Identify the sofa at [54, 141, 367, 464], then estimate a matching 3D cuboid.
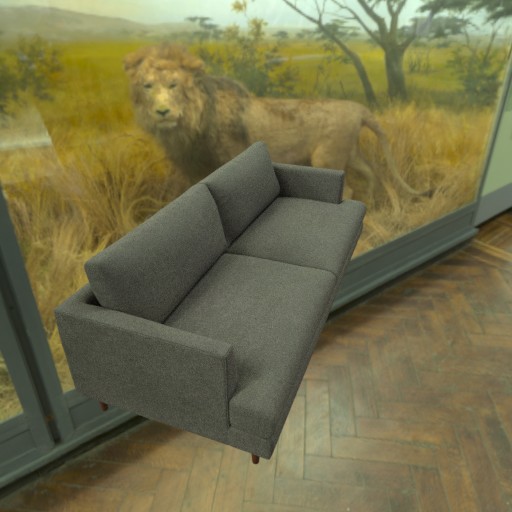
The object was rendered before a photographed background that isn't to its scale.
[{"bbox_3d":[0.000,0.000,2.745,1.020,0.868,2.250,11,32,18],"label":"sofa"}]
